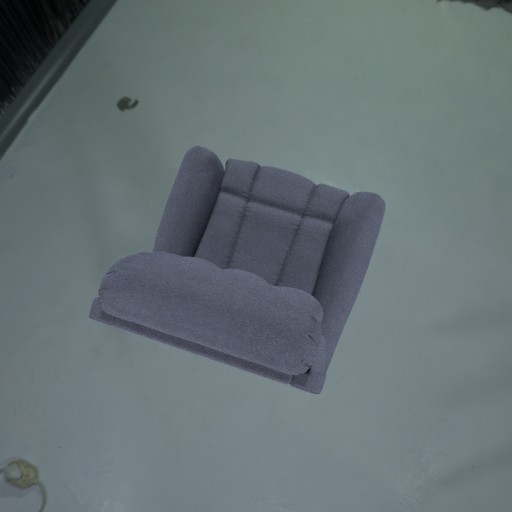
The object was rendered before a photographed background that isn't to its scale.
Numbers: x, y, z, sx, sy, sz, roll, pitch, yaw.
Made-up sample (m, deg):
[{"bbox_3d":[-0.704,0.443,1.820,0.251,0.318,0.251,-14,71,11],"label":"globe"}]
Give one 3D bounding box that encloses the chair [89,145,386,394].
[{"bbox_3d":[0.000,0.000,1.723,0.871,1.031,0.979,17,66,8],"label":"chair"}]
